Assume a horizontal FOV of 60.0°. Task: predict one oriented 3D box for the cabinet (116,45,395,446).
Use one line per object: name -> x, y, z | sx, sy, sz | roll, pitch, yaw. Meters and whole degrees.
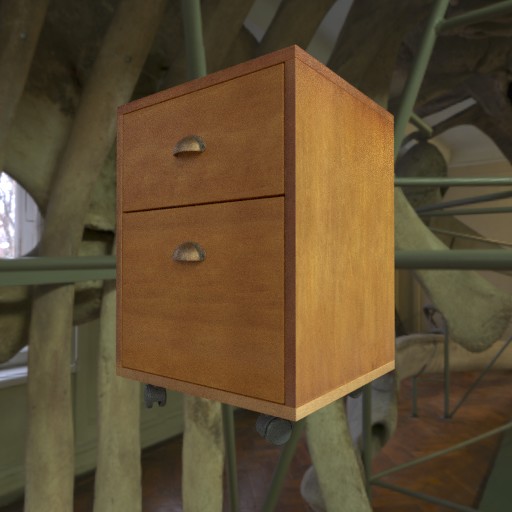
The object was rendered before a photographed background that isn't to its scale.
cabinet -> 0.000, 0.000, 0.874 | 0.409, 0.579, 0.401 | -1, -1, 37
